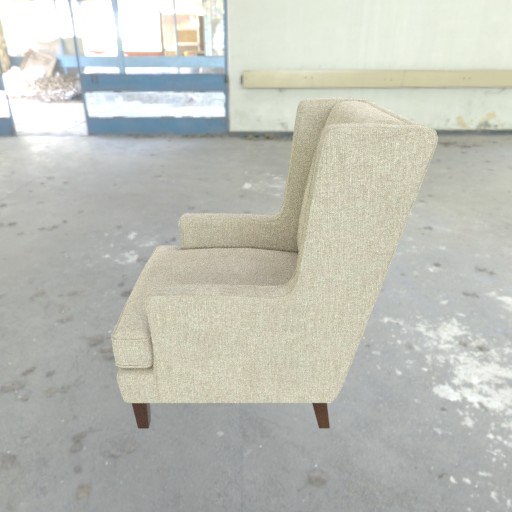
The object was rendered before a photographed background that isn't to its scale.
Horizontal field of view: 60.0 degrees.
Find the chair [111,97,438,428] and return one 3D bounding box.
[{"bbox_3d":[0.000,0.000,1.699,0.948,1.082,0.764,0,25,0],"label":"chair"}]
